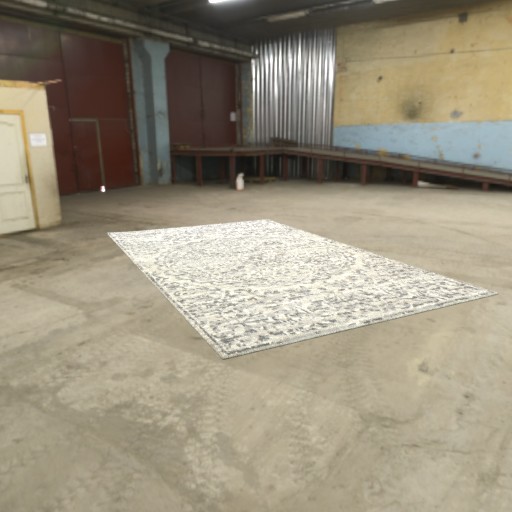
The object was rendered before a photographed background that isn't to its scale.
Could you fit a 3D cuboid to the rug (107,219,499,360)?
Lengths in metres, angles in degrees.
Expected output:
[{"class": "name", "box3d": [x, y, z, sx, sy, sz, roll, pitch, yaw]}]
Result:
[{"class": "rug", "box3d": [0.000, 0.000, 2.972, 1.527, 0.021, 2.447, -7, 16, -26]}]
